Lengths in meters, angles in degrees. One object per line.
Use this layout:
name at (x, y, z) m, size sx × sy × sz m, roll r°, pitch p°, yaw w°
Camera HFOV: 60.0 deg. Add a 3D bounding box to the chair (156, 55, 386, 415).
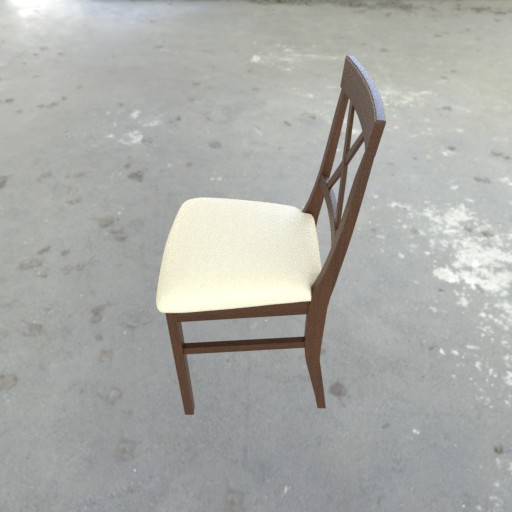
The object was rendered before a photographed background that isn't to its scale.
chair at (0.000, 0.000, 1.186) m, size 0.480 × 0.913 × 0.440 m, roll 1°, pitch 40°, yaw 1°
